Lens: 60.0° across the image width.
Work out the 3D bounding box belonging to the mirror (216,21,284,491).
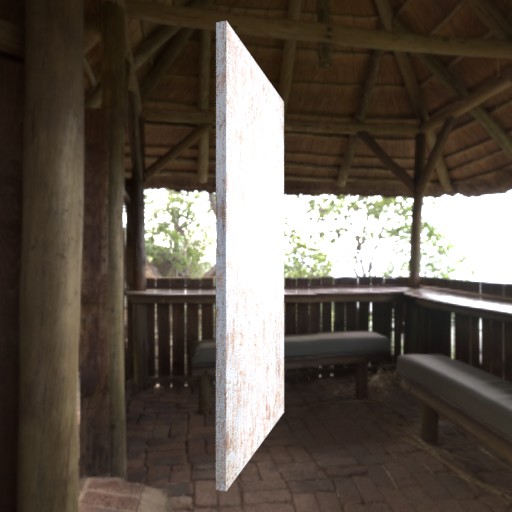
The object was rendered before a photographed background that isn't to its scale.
[{"bbox_3d":[0.000,0.000,1.097,0.027,0.922,0.472,0,-1,17],"label":"mirror"}]
